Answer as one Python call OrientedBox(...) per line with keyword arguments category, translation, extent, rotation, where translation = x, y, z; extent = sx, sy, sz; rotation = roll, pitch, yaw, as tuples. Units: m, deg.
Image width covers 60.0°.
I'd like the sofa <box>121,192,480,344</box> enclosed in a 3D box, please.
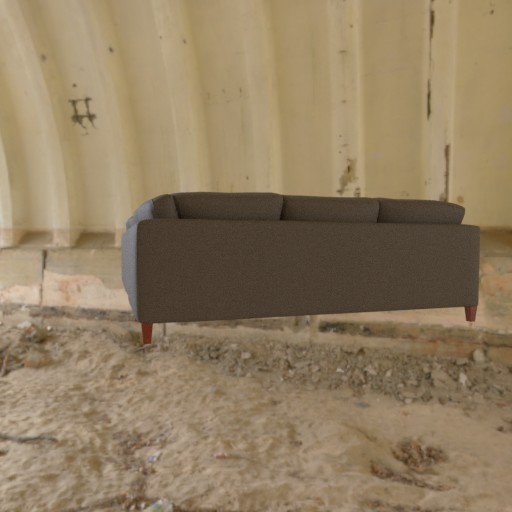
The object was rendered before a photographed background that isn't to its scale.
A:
OrientedBox(category="sofa", translation=(0.000, 0.000, 4.529), extent=(2.593, 0.947, 3.302), rotation=(0, 2, -18))
